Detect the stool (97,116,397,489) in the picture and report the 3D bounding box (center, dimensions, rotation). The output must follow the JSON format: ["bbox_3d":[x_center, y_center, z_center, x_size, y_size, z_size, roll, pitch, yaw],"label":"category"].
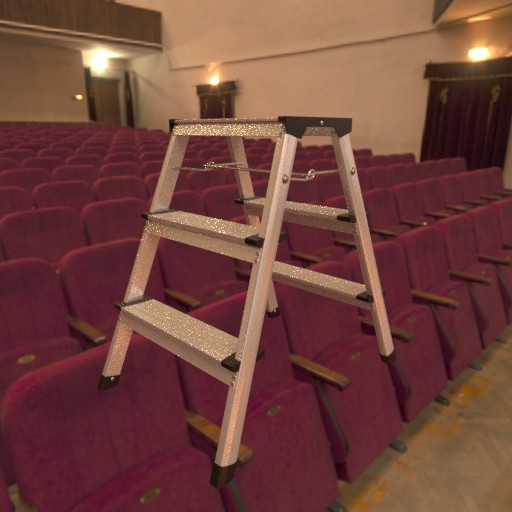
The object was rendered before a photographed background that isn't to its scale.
[{"bbox_3d":[0.000,0.000,1.020,0.437,0.605,0.622,15,22,43],"label":"stool"}]
